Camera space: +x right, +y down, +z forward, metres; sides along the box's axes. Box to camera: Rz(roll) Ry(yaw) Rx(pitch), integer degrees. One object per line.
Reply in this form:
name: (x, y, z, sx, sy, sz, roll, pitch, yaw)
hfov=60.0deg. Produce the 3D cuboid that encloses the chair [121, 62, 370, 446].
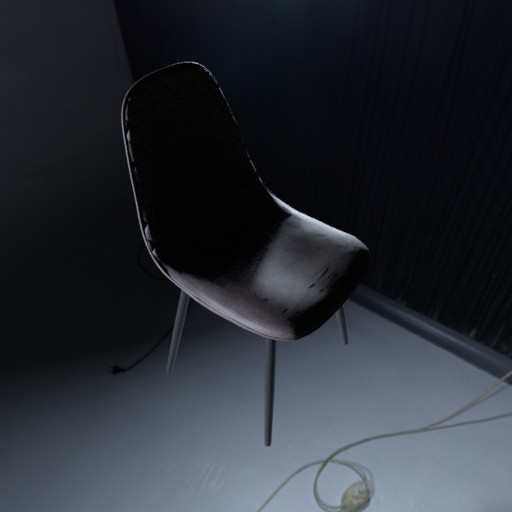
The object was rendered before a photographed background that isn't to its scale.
chair: (0.000, 0.000, 1.212, 0.561, 0.889, 0.472, 27, 48, 27)
